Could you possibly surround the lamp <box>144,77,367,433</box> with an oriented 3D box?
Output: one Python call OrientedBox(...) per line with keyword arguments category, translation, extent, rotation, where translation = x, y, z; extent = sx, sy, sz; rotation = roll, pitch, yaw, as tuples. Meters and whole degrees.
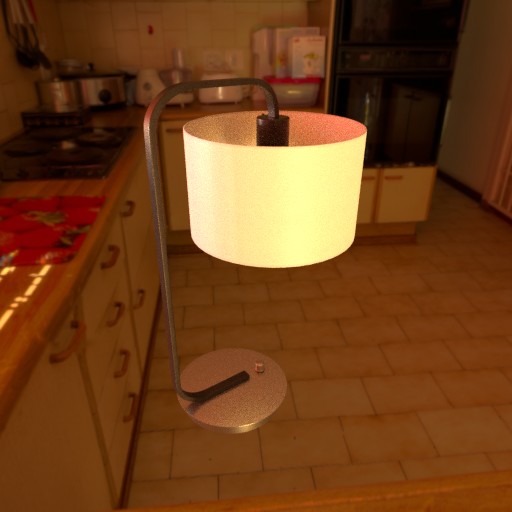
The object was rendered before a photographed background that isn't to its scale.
OrientedBox(category="lamp", translation=(0.000, 0.000, 0.630), extent=(0.288, 0.473, 0.230), rotation=(-18, 32, -32))
